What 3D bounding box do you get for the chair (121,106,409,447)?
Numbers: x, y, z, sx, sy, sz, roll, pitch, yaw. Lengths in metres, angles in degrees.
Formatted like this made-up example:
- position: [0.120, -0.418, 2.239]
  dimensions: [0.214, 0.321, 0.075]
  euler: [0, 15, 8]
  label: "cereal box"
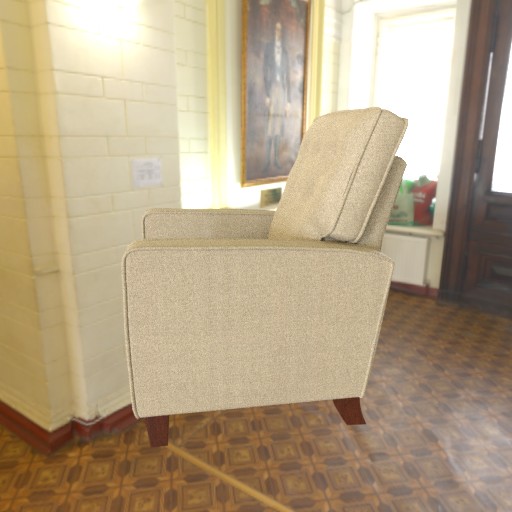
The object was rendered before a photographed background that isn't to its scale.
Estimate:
- position: [0.000, 0.000, 1.415]
  dimensions: [0.754, 0.888, 0.648]
  euler: [-2, 14, -9]
  label: "chair"
